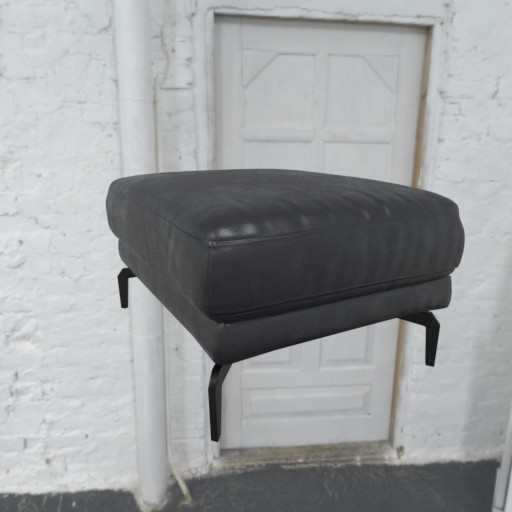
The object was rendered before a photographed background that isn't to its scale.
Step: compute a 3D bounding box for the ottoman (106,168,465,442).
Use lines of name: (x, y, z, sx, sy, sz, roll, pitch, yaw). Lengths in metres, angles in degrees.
ottoman: (0.000, 0.000, 1.075, 0.570, 0.402, 0.764, -8, 17, -28)
